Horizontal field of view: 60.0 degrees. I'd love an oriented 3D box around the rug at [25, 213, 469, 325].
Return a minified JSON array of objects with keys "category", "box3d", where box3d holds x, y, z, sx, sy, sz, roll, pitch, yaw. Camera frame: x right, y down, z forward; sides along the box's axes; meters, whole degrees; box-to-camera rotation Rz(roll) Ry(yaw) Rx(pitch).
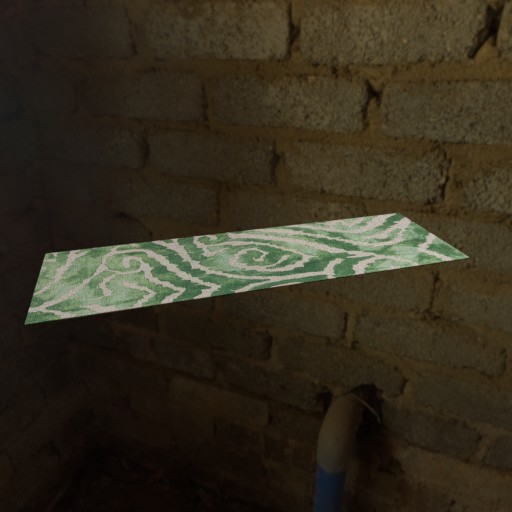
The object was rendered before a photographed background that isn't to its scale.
[{"category":"rug","box3d":[0.000,0.000,2.669,2.438,0.006,0.761,-7,28,-14]}]
